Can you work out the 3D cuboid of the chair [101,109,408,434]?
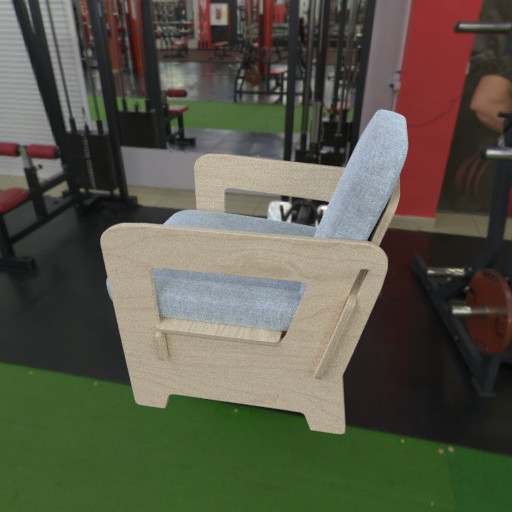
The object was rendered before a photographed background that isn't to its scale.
[{"bbox_3d":[0.000,0.000,1.272,0.710,0.800,0.590,8,30,13],"label":"chair"}]
